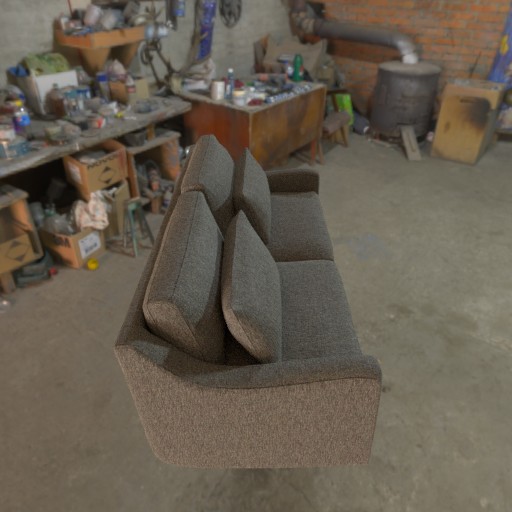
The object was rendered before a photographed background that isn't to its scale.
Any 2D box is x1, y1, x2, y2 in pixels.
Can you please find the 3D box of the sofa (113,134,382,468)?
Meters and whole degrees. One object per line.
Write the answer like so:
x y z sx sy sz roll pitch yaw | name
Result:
0.000 0.000 2.877 1.103 0.998 2.418 0 32 0 | sofa
